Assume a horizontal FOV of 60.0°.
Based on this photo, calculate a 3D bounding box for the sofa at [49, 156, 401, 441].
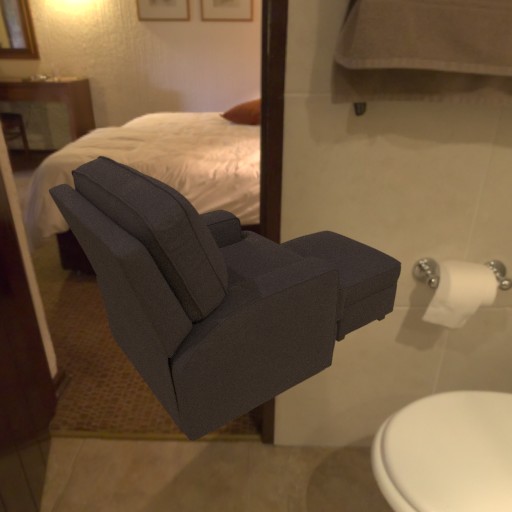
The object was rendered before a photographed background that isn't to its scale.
[{"bbox_3d":[0.000,0.000,2.005,1.472,0.959,0.861,-18,31,-32],"label":"sofa"}]
